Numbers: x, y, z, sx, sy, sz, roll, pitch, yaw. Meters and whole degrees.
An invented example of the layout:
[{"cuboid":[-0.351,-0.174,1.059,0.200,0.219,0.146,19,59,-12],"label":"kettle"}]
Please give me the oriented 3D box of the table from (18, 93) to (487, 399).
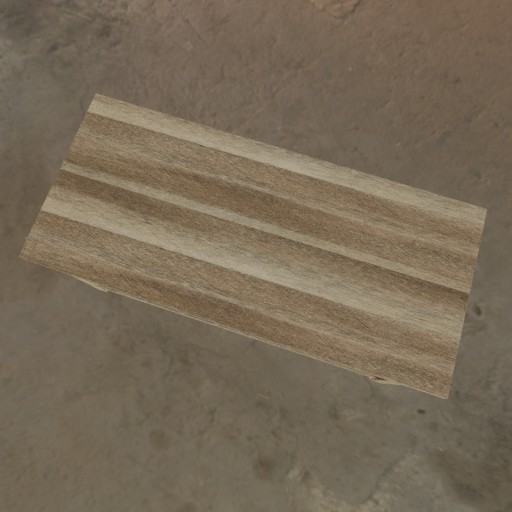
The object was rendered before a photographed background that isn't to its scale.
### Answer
[{"cuboid":[0.000,0.000,1.360,1.095,0.480,0.493,18,76,4],"label":"table"}]
